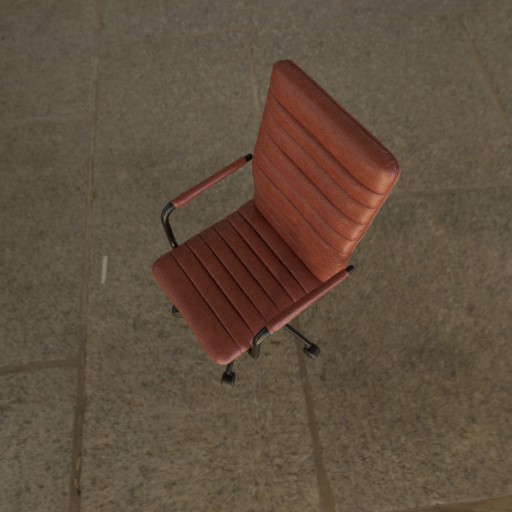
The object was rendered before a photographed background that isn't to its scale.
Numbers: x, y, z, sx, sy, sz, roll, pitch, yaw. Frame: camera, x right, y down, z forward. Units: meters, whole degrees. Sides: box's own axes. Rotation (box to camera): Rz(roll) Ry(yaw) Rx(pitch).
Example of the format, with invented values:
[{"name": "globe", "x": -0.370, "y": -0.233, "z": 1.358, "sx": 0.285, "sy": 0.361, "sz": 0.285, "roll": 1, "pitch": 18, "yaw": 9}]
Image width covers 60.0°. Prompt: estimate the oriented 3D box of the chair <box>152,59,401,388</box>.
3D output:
[{"name": "chair", "x": 0.000, "y": 0.000, "z": 1.352, "sx": 0.580, "sy": 0.979, "sz": 0.608, "roll": -33, "pitch": 69, "yaw": -15}]
